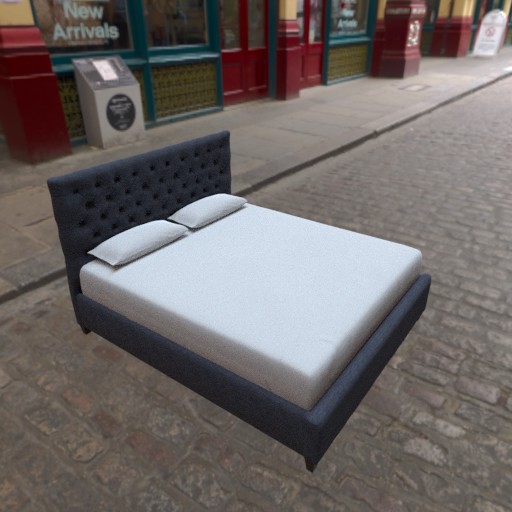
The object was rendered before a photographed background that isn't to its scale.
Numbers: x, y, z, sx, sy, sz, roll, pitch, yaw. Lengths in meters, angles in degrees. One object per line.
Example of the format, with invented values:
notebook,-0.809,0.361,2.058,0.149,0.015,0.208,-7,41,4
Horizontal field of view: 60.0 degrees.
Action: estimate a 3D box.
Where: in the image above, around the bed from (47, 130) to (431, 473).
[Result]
bed,0.000,0.000,3.690,2.387,1.427,2.078,19,33,32
